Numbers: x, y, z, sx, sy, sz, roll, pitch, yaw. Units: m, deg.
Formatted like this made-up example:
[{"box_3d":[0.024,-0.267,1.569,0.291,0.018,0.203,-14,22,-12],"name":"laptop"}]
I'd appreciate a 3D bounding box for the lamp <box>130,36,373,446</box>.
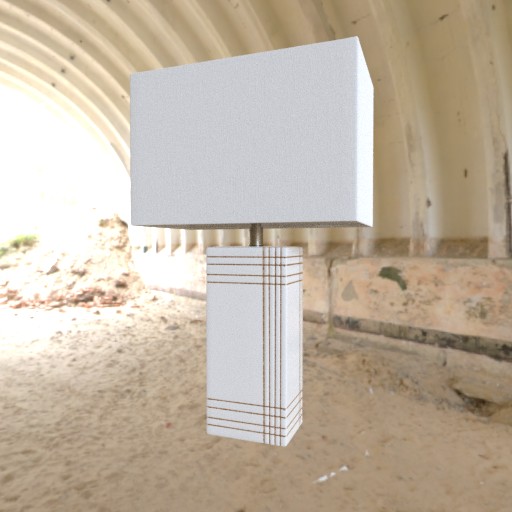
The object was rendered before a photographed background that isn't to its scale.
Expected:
[{"box_3d":[0.000,0.000,0.689,0.334,0.543,0.182,0,1,21],"name":"lamp"}]
